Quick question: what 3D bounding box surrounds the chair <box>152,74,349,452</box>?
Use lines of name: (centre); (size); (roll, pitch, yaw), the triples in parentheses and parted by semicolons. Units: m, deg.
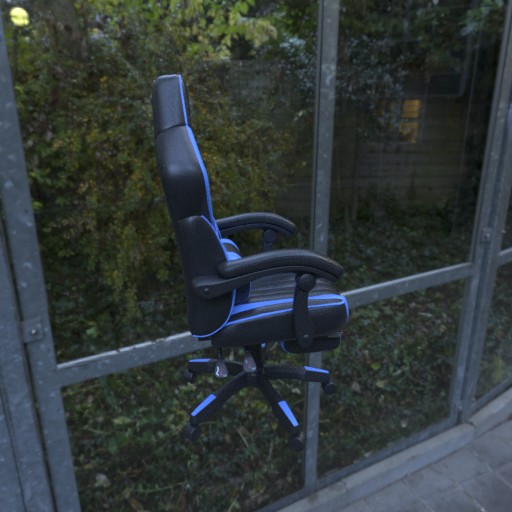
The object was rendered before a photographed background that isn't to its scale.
chair: (0.000, 0.000, 1.707); (0.700, 1.280, 0.700); (-3, 17, -9)
